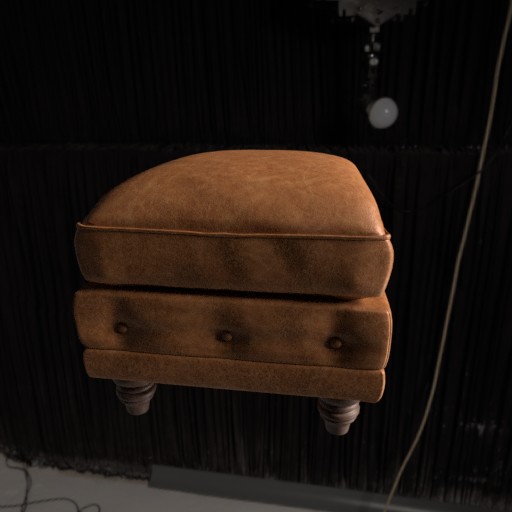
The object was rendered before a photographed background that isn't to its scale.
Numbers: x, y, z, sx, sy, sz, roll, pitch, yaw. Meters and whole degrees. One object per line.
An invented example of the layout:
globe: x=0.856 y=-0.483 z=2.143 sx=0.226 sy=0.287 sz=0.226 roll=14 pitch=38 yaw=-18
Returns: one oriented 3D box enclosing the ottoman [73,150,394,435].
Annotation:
ottoman: x=0.000 y=0.000 z=1.048 sx=0.533 sy=0.480 sz=0.710 roll=3 pitch=17 yaw=8
